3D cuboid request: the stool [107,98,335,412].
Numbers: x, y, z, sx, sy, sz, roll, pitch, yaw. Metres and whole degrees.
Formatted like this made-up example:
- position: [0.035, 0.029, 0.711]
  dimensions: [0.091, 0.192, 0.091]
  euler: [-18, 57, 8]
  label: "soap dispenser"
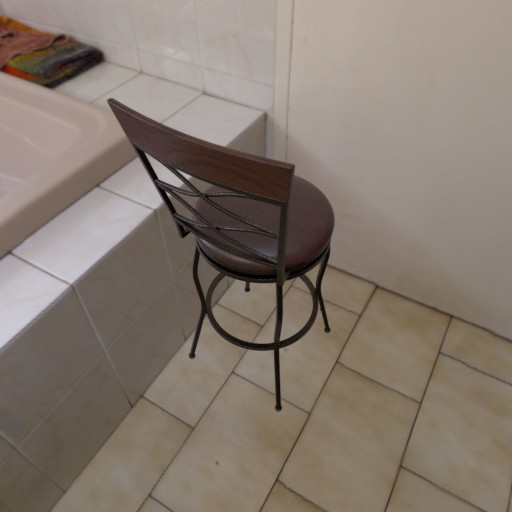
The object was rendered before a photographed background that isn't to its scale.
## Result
- position: [0.000, 0.000, 1.398]
  dimensions: [0.448, 1.130, 0.513]
  euler: [25, 52, 22]
  label: "stool"
